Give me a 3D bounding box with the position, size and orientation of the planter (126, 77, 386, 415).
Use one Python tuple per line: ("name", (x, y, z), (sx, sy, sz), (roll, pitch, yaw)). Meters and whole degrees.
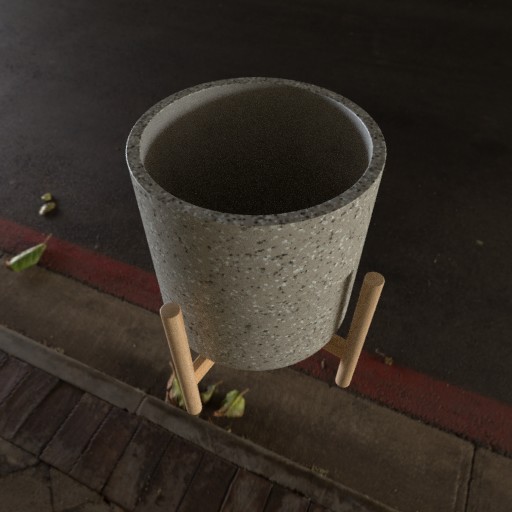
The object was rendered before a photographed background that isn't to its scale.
("planter", (0.000, 0.000, 0.680), (0.360, 0.419, 0.360), (-26, 53, -22))
